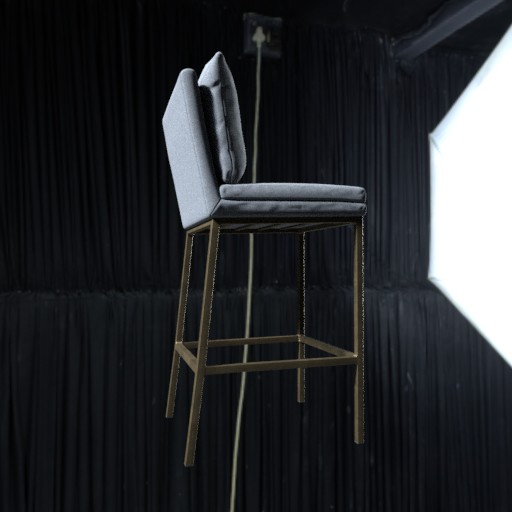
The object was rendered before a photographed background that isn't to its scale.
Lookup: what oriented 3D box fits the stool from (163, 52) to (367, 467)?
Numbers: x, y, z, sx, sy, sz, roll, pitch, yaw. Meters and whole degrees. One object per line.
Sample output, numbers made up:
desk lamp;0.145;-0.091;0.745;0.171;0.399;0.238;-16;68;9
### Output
stool;0.000;0.000;1.470;0.569;1.130;0.463;0;-1;-19
